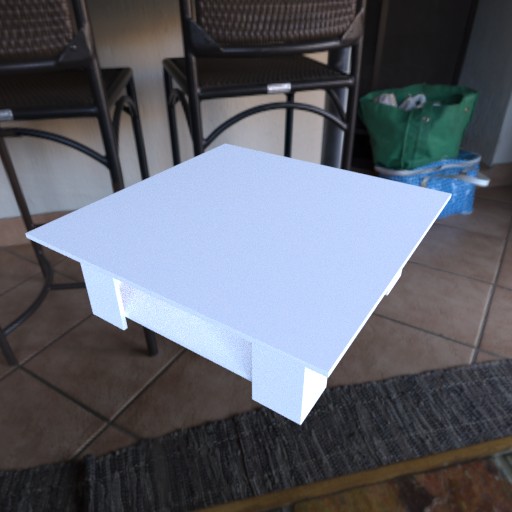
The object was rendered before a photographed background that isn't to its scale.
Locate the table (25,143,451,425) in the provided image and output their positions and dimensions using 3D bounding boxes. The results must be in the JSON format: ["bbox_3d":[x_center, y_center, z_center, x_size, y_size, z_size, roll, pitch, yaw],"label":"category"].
[{"bbox_3d":[0.000,0.000,1.372,0.890,0.305,0.890,20,37,28],"label":"table"}]
